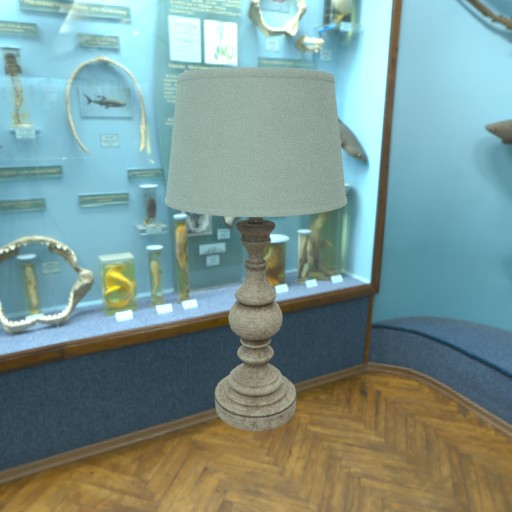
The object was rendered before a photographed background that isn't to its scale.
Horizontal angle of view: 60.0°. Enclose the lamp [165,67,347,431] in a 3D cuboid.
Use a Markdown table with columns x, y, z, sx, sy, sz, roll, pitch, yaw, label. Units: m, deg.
| x | y | z | sx | sy | sz | roll | pitch | yaw | label |
| --- | --- | --- | --- | --- | --- | --- | --- | --- | --- |
| 0.000 | 0.000 | 0.872 | 0.340 | 0.678 | 0.340 | 0 | 17 | 0 | lamp |
